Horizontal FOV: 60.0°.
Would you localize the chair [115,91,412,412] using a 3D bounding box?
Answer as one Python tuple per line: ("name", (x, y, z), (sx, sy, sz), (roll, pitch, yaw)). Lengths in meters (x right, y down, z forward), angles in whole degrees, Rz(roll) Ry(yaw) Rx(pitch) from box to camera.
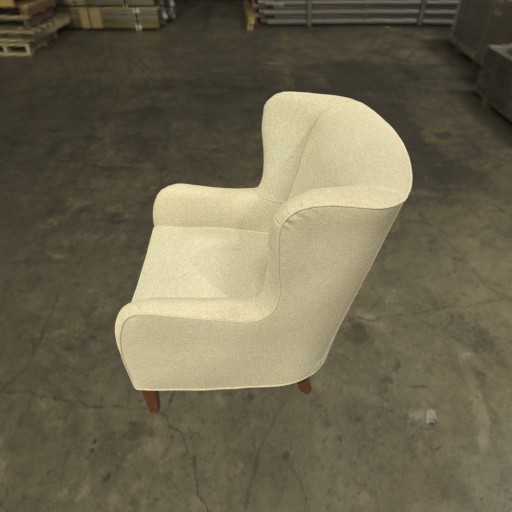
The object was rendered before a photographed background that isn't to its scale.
("chair", (0.000, 0.000, 1.770), (0.966, 1.040, 0.838), (0, 40, 0))
